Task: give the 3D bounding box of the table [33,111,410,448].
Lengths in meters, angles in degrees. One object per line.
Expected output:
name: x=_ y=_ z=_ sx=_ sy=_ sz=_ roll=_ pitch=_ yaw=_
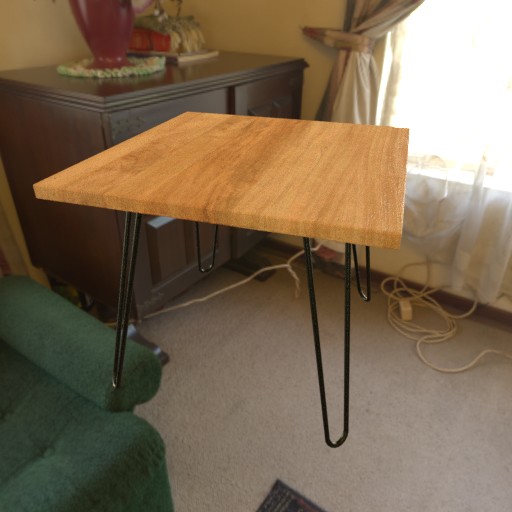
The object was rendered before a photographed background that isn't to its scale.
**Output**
table: x=0.000 y=0.000 z=1.038 sx=0.599 sy=0.500 sz=0.599 roll=9 pitch=31 yaw=15
